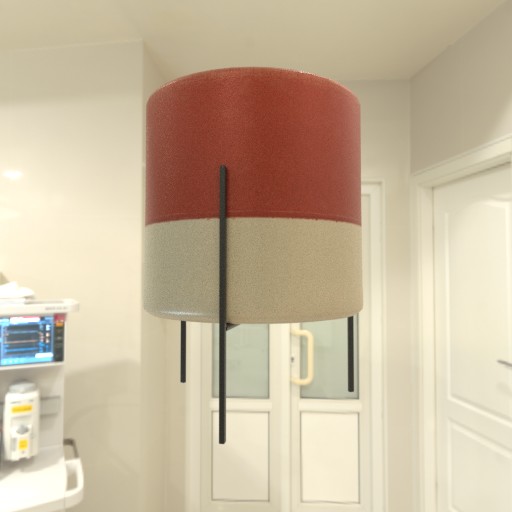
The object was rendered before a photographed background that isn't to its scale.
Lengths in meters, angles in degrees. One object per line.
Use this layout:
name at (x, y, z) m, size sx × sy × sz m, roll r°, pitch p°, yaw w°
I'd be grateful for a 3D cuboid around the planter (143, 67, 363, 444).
planter at (0.000, 0.000, 0.719) m, size 0.354 × 0.465 × 0.345 m, roll 1°, pitch -2°, yaw -18°
